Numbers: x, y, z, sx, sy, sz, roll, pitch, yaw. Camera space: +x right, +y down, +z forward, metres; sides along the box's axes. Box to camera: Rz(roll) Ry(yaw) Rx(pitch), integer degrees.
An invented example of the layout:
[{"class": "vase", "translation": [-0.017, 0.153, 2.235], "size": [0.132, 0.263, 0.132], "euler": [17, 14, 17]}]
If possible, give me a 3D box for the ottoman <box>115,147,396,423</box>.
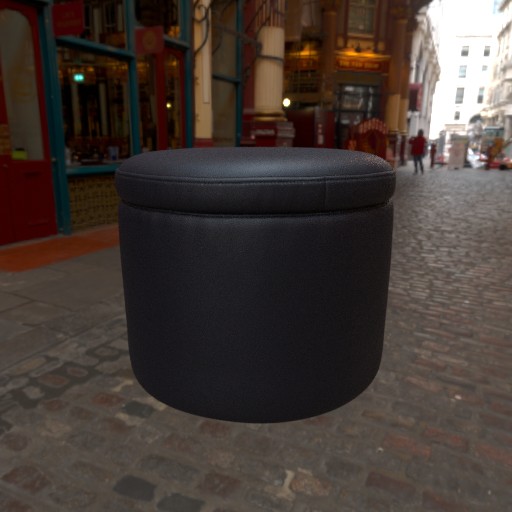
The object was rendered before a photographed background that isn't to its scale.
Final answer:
[{"class": "ottoman", "translation": [0.000, 0.000, 0.862], "size": [0.501, 0.409, 0.501], "euler": [0, 15, 0]}]
